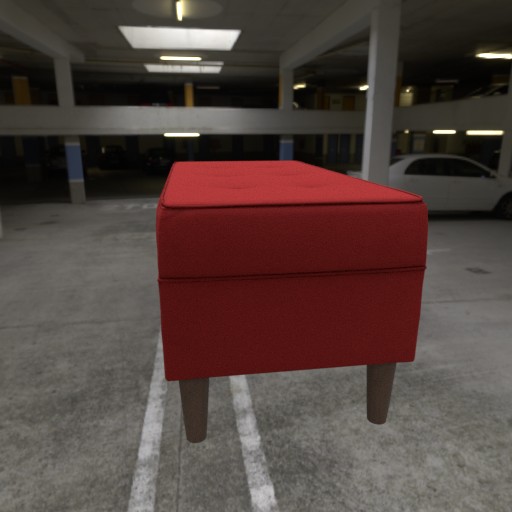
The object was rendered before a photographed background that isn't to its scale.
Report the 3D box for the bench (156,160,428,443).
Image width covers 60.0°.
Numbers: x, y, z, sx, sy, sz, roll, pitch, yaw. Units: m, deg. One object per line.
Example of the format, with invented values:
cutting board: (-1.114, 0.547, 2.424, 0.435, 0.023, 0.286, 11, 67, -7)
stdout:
bench: (0.000, 0.000, 1.275, 0.492, 0.471, 1.016, -2, 16, -8)
